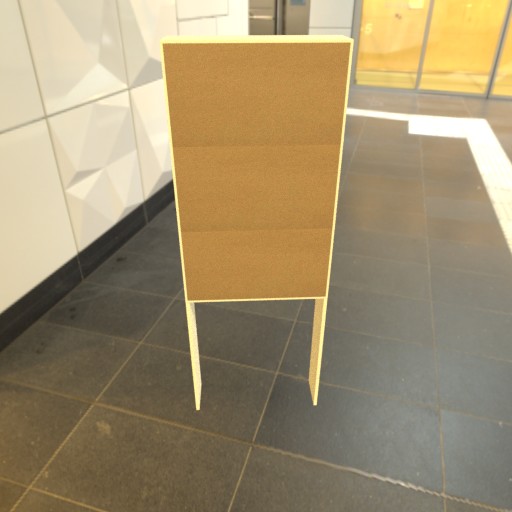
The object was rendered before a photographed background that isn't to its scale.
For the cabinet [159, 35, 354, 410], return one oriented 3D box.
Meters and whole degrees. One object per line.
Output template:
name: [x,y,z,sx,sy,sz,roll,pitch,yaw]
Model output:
cabinet: [0.000,0.000,1.995,0.643,1.770,0.192,-1,31,-2]
